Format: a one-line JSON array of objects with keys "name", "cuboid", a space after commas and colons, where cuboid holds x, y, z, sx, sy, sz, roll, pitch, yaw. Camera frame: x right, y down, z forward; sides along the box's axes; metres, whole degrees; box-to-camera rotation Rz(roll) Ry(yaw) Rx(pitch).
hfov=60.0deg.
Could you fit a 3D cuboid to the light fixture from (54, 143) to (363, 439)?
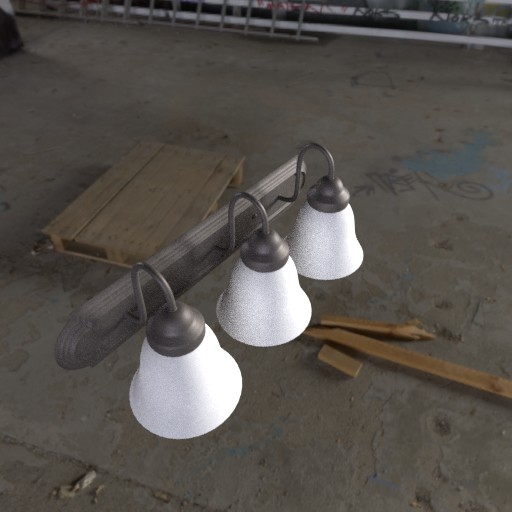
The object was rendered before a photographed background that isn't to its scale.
[{"name": "light fixture", "cuboid": [0.000, 0.000, 0.705, 0.199, 0.222, 0.610, 27, 48, 27]}]
